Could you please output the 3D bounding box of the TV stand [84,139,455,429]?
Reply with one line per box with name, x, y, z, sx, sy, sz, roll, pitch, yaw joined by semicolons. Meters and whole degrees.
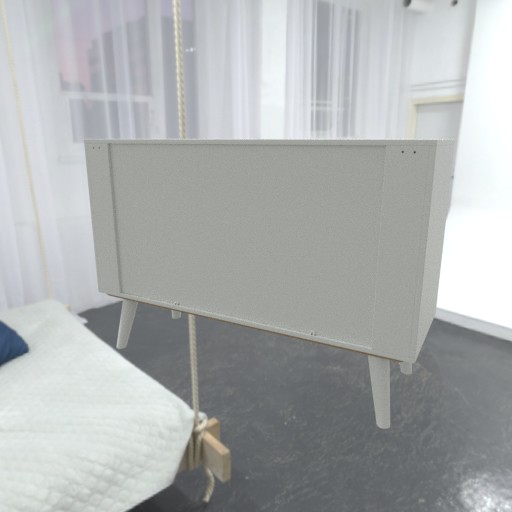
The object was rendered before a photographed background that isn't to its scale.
TV stand;0.000;0.000;1.592;1.193;0.812;0.406;8;17;28
